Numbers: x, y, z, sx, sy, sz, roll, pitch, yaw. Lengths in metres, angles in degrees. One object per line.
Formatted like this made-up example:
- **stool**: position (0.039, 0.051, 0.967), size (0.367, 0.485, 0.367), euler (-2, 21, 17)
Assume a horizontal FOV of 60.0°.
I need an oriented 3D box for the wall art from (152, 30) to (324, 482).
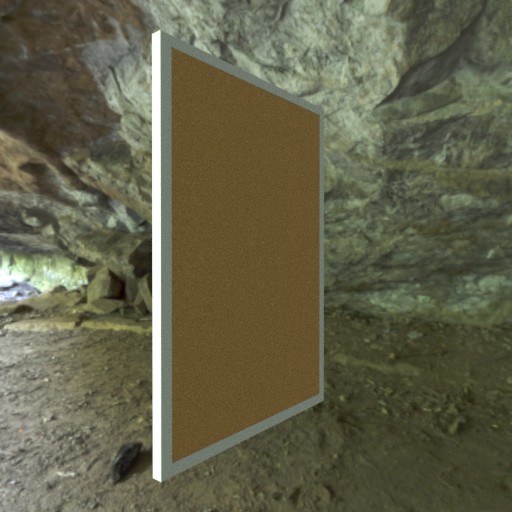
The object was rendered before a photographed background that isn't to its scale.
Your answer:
- **wall art**: position (0.000, 0.000, 0.545), size (0.013, 0.433, 0.303), euler (0, 1, 39)
